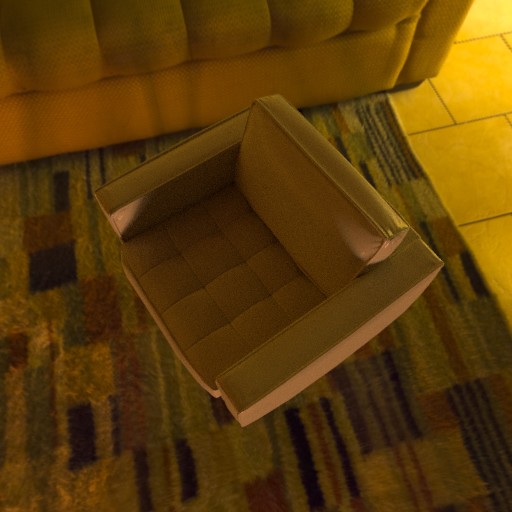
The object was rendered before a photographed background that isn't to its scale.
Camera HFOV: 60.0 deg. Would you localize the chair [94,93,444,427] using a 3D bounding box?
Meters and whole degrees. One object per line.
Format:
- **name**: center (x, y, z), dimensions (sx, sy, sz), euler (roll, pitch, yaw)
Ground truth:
- **chair**: center (0.000, 0.000, 1.603), dimensions (0.843, 0.773, 0.928), euler (-33, 69, -14)
